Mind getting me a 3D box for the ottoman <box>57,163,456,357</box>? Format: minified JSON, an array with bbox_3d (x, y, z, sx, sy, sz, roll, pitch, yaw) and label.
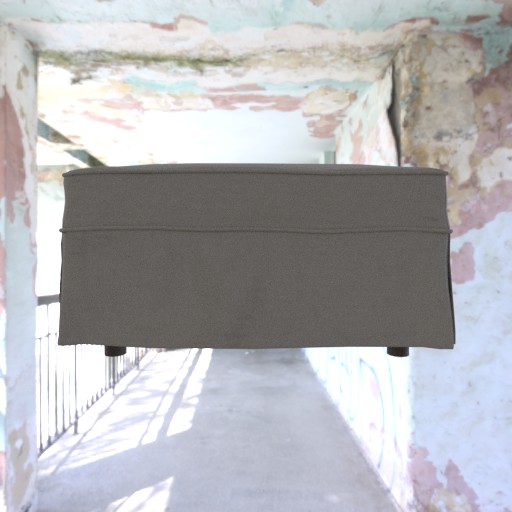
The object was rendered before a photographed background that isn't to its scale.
[{"bbox_3d":[0.000,0.000,1.322,0.944,0.479,0.703,0,0,0],"label":"ottoman"}]
